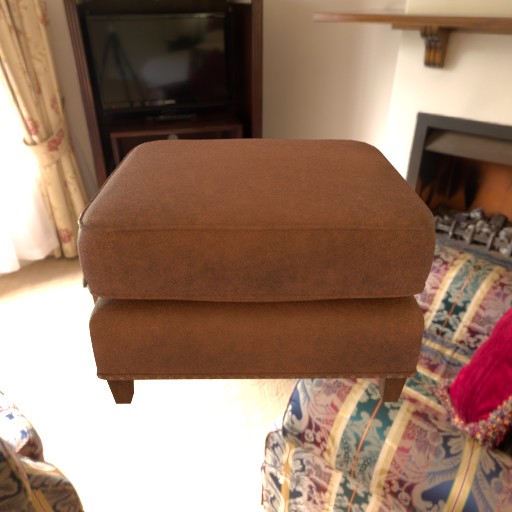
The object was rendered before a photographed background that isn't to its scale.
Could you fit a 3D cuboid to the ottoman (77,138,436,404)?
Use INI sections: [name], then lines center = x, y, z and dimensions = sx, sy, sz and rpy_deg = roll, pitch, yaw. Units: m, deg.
[ottoman]
center = 0.000, 0.000, 1.169
dimensions = 0.738, 0.537, 0.589
rpy_deg = 0, 30, 0
